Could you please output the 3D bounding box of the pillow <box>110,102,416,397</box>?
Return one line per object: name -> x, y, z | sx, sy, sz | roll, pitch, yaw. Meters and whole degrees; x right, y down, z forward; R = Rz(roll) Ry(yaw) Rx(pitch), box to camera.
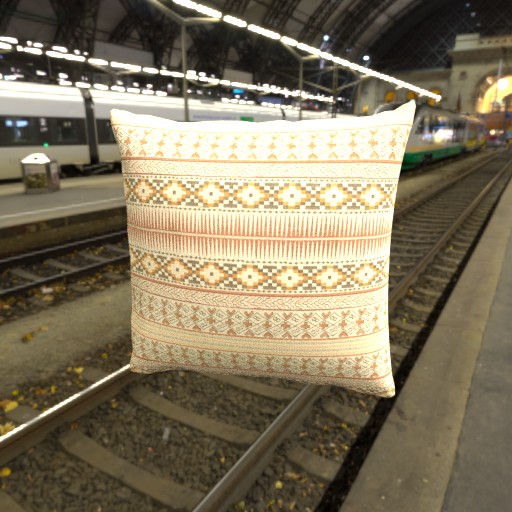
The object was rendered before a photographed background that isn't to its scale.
pillow -> 0.000, 0.000, 0.797 | 0.521, 0.519, 0.215 | 3, 16, 10
